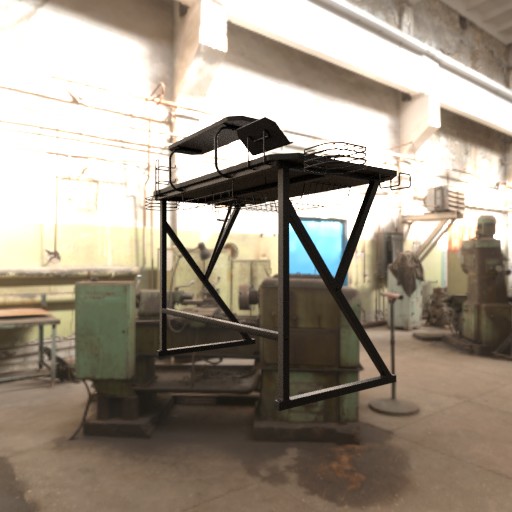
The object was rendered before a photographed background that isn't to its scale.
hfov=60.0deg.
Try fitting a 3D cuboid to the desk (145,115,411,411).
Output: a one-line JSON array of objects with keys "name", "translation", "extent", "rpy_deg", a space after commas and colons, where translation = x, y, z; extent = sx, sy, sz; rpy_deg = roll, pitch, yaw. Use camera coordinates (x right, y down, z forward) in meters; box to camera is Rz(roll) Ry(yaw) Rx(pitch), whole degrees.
[{"name": "desk", "translation": [0.000, 0.000, 1.740], "extent": [0.580, 0.880, 1.290], "rpy_deg": [0, -1, -35]}]
